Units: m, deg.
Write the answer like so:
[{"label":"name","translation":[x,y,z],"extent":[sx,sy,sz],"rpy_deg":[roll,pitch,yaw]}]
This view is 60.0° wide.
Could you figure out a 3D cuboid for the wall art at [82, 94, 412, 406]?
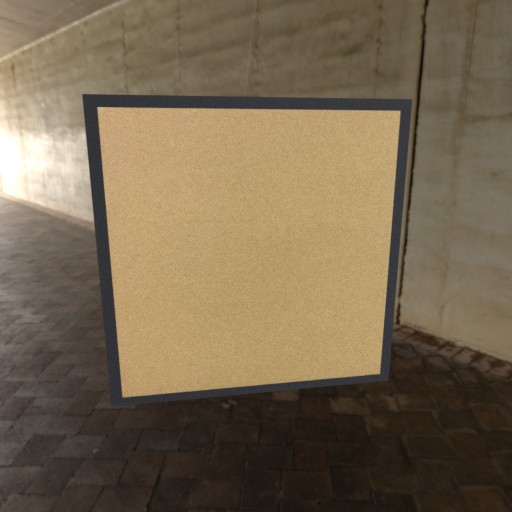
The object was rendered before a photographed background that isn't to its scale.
[{"label":"wall art","translation":[0.000,0.000,1.126],"extent":[0.762,0.760,0.037],"rpy_deg":[-2,15,-9]}]
